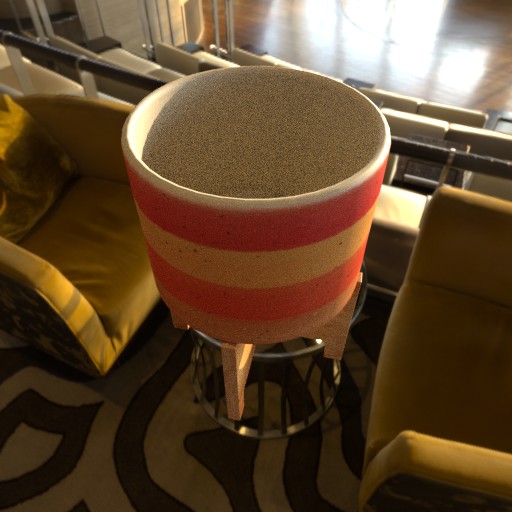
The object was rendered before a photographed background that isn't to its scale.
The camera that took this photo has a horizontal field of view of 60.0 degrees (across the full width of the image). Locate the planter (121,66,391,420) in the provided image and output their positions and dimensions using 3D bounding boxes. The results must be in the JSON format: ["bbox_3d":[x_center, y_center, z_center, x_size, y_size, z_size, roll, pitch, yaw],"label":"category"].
[{"bbox_3d":[0.000,0.000,0.564,0.269,0.379,0.269,0,46,0],"label":"planter"}]
